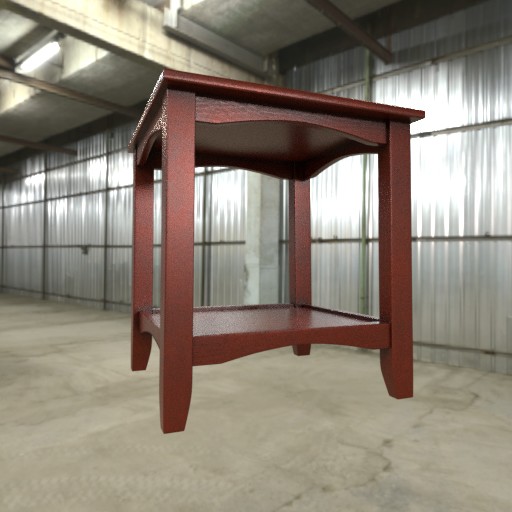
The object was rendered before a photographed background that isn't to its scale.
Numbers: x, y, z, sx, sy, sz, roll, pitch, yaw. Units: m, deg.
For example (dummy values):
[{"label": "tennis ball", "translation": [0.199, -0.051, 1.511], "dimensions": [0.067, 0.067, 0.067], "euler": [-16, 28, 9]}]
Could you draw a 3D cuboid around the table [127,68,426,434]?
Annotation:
[{"label": "table", "translation": [0.000, 0.000, 0.986], "dimensions": [0.523, 0.558, 0.522], "euler": [0, 0, -20]}]
